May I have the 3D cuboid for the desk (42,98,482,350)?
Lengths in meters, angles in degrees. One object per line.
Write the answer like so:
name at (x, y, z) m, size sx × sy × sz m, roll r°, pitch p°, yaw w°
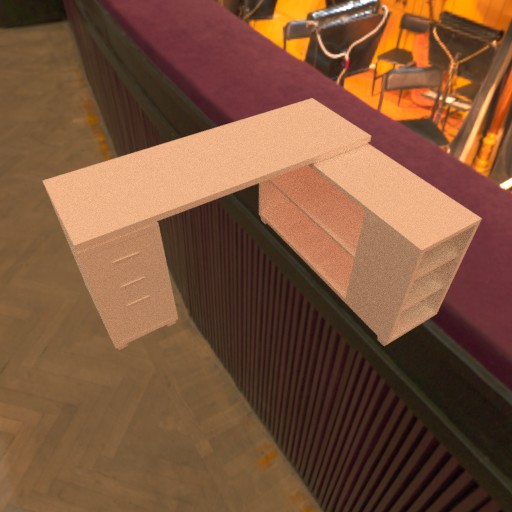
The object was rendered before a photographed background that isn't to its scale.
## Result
desk at (0.000, 0.000, 2.198) m, size 1.524 × 0.759 × 1.199 m, roll -24°, pitch 50°, yaw -22°
